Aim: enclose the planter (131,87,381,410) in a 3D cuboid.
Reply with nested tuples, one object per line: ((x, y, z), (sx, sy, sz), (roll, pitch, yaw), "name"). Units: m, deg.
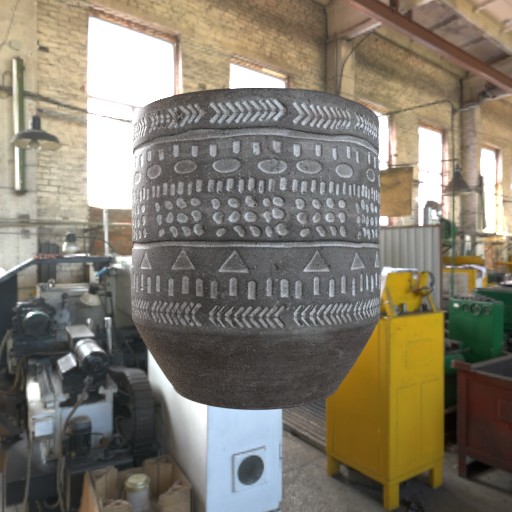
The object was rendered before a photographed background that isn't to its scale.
((0.000, 0.000, 0.225), (0.122, 0.128, 0.122), (0, 0, 0), "planter")
